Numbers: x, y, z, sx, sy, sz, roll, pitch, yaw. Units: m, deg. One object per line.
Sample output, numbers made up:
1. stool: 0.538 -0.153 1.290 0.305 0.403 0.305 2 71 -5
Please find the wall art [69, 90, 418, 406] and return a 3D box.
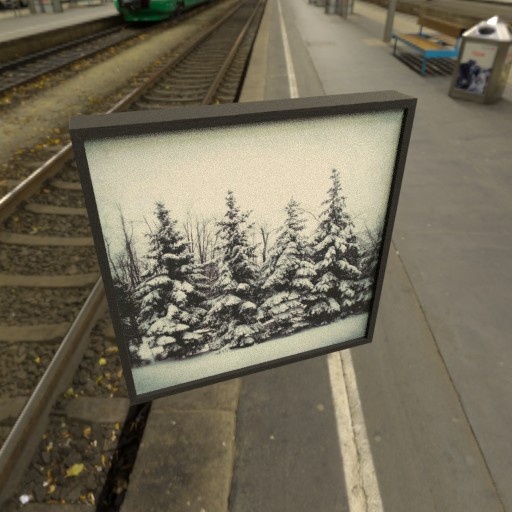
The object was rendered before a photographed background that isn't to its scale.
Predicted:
1. wall art: 0.000 0.000 0.465 0.305 0.305 0.037 -11 34 -16
